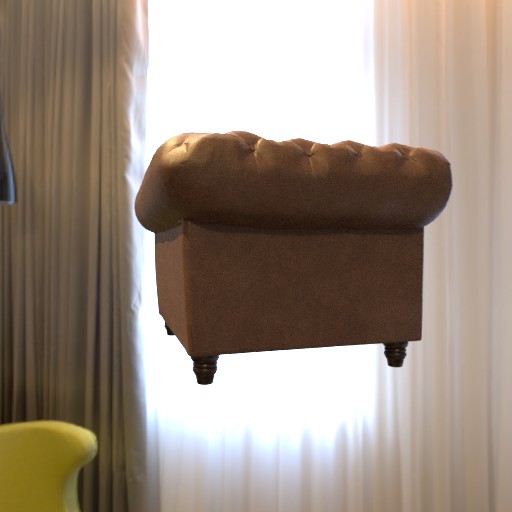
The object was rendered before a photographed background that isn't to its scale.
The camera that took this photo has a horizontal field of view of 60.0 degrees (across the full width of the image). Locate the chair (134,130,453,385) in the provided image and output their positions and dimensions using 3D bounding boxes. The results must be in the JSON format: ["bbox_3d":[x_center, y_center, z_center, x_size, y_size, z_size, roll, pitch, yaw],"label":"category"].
[{"bbox_3d":[0.000,0.000,1.874,0.954,0.784,1.298,0,1,-18],"label":"chair"}]
